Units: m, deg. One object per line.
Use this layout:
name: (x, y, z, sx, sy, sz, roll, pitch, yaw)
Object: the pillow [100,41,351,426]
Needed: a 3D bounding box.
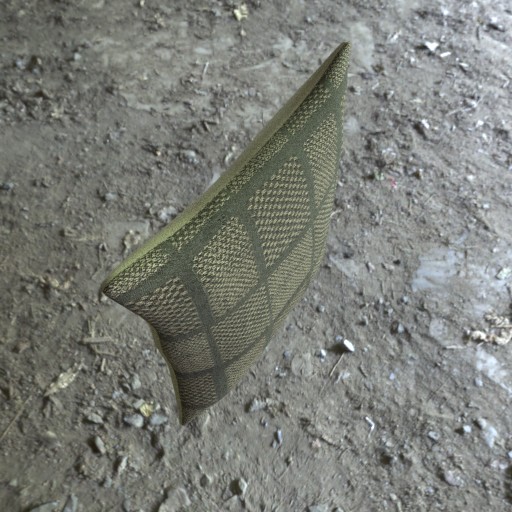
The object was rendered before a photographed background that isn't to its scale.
pillow: (0.000, 0.000, 0.631, 0.138, 0.432, 0.435, 29, 61, 18)
